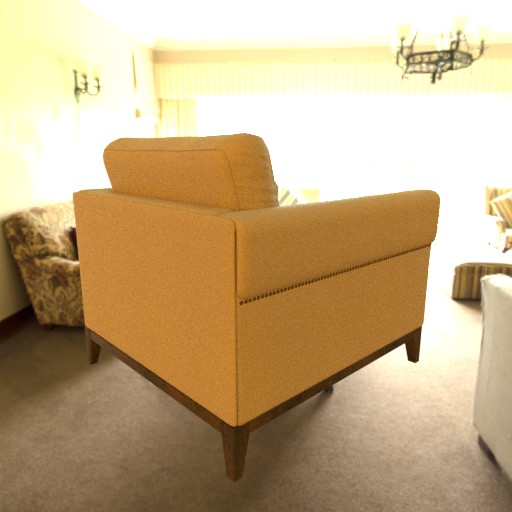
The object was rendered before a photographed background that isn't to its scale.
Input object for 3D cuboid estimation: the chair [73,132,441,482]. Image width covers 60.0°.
[{"bbox_3d":[0.000,0.000,1.618,0.959,0.838,0.914,-12,18,-42],"label":"chair"}]
